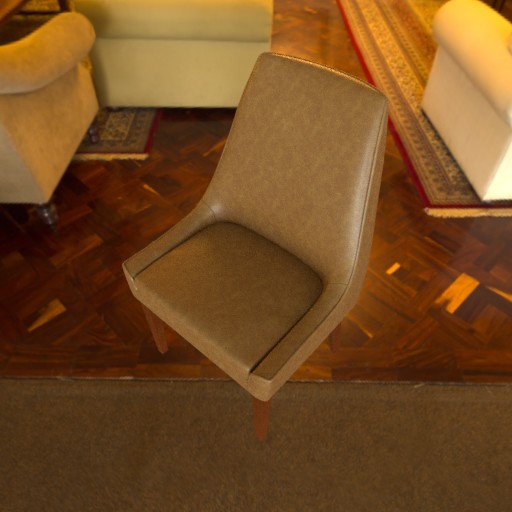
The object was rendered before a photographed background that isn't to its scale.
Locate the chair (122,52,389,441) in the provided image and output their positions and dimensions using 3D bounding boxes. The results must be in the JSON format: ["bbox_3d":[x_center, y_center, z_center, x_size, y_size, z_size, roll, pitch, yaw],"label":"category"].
[{"bbox_3d":[0.000,0.000,1.195,0.529,0.861,0.544,33,54,27],"label":"chair"}]
